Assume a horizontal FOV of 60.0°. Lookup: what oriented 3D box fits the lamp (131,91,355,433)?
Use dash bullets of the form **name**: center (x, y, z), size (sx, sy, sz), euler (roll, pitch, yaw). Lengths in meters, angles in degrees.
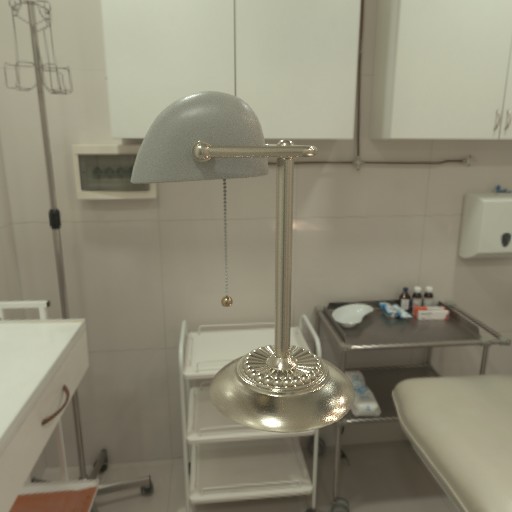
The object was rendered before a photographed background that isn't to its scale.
- **lamp**: center (0.000, 0.000, 0.505), size (0.243, 0.339, 0.264), euler (-2, 15, -6)
